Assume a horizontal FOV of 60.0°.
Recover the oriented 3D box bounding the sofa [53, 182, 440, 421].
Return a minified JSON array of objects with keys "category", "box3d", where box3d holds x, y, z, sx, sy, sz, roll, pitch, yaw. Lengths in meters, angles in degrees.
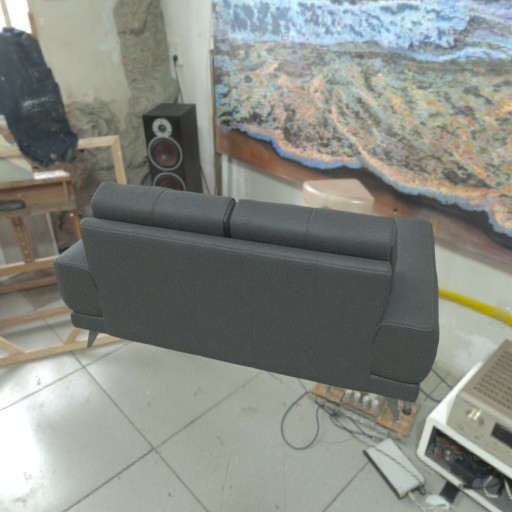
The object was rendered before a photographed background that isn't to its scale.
[{"category":"sofa","box3d":[0.000,0.000,2.352,1.806,0.907,1.018,9,32,14]}]
